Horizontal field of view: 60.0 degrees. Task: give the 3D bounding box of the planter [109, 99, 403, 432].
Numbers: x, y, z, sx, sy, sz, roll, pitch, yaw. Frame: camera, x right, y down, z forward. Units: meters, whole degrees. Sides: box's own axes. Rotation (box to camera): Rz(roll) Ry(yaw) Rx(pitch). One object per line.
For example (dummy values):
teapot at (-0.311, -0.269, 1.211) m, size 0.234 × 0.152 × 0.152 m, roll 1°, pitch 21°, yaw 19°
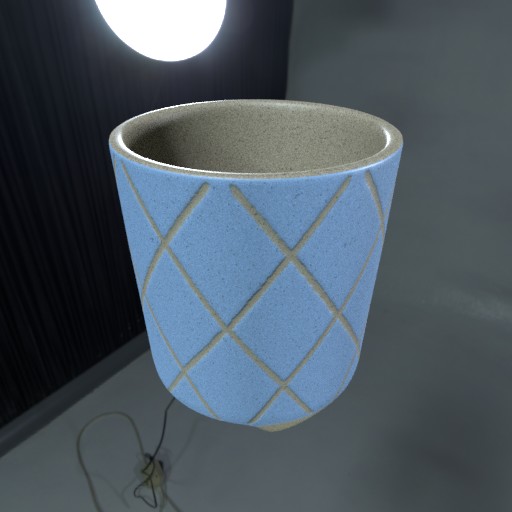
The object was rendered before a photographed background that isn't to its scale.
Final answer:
planter at (0.000, 0.000, 0.348) m, size 0.191 × 0.200 × 0.191 m, roll 0°, pitch 30°, yaw 0°
